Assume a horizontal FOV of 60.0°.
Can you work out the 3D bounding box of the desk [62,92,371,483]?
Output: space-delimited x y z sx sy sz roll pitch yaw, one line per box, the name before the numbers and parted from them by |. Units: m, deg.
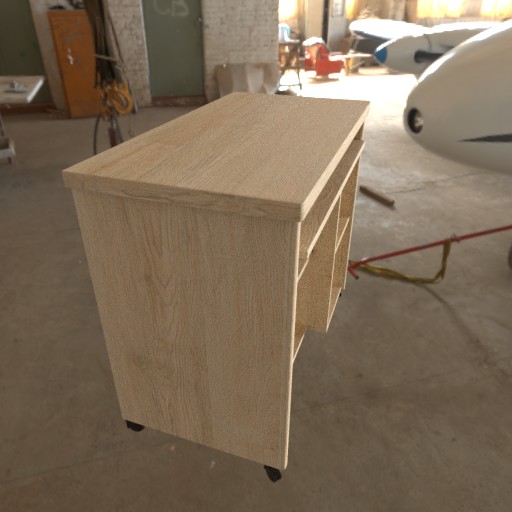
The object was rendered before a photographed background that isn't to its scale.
desk | 0.000 0.000 1.337 0.480 0.770 0.885 10 32 17
